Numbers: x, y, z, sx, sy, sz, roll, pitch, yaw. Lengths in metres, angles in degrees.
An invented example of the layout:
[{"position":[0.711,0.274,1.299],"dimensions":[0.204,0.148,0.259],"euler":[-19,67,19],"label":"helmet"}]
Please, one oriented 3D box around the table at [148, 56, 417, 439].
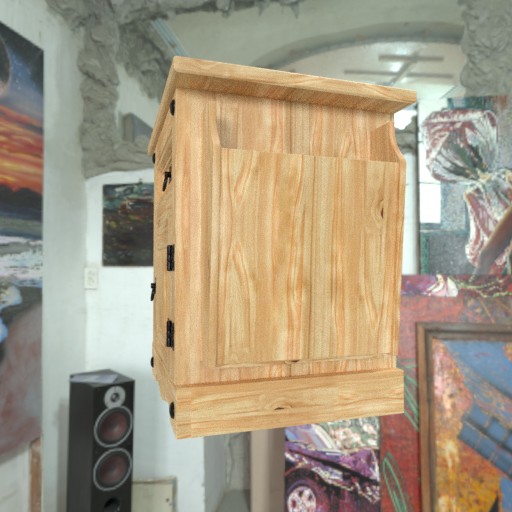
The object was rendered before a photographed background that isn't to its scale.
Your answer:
[{"position":[0.000,0.000,0.858],"dimensions":[0.380,0.515,0.530],"euler":[0,-2,-18],"label":"table"}]
